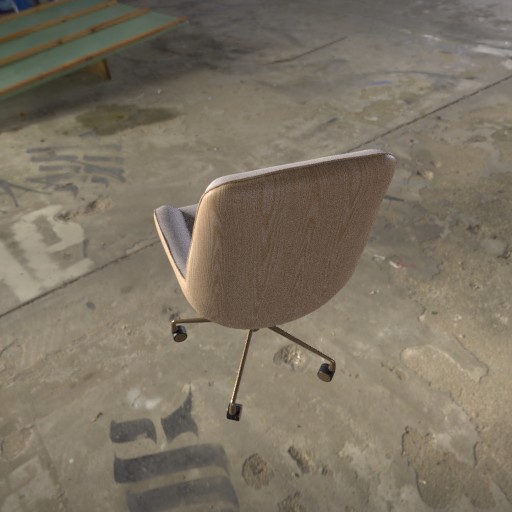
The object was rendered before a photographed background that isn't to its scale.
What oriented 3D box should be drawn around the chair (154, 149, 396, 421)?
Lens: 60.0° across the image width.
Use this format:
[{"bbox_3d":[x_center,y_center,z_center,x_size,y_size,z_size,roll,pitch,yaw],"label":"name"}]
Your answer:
[{"bbox_3d":[0.000,0.000,1.350,0.564,0.952,0.668,-13,43,-15],"label":"chair"}]
